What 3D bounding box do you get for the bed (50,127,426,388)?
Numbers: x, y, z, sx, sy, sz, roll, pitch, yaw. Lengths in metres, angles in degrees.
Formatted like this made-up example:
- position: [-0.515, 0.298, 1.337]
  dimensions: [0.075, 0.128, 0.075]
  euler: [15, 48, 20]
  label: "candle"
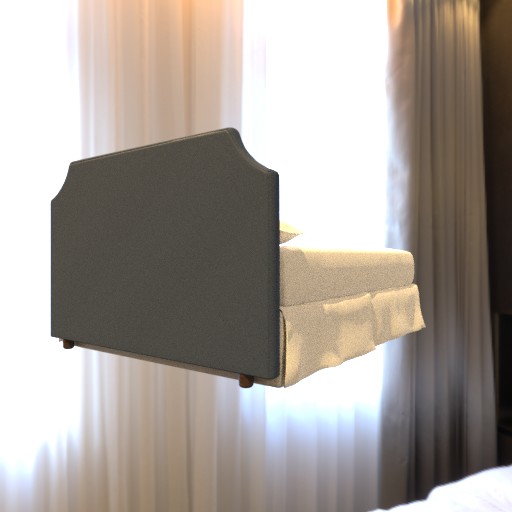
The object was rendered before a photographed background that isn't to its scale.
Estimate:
- position: [0.000, 0.000, 4.122]
  dimensions: [2.350, 1.488, 2.773]
  euler: [0, 0, 36]
  label: "bed"
